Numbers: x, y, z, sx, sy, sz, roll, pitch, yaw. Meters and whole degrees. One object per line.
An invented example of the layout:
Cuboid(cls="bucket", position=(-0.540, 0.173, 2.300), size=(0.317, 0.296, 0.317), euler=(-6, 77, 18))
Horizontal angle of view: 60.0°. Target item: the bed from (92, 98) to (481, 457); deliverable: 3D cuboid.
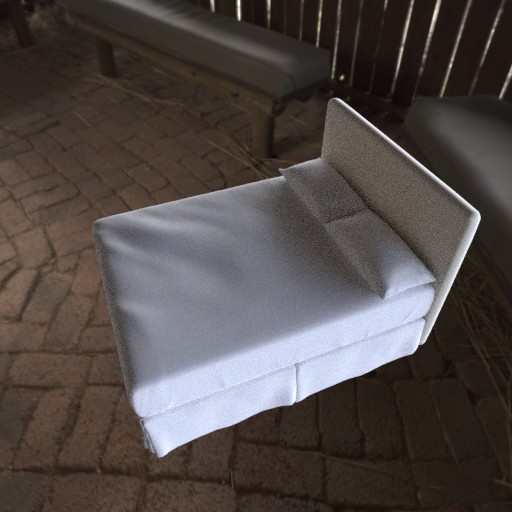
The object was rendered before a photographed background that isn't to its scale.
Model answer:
Cuboid(cls="bed", position=(0.000, 0.000, 3.180), size=(2.147, 1.330, 1.714), euler=(-16, 46, -16))
